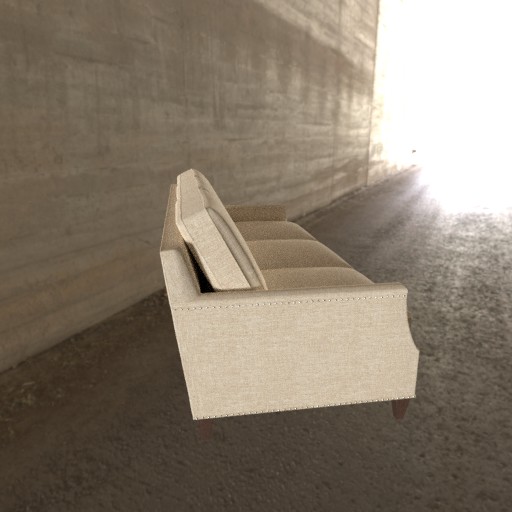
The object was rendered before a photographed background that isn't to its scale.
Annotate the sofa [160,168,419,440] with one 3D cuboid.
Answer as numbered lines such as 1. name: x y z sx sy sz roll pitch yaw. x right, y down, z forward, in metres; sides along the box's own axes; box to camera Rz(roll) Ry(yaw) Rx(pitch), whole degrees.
1. sofa: 0.000 0.000 2.757 1.041 0.940 2.210 -3 16 -9
